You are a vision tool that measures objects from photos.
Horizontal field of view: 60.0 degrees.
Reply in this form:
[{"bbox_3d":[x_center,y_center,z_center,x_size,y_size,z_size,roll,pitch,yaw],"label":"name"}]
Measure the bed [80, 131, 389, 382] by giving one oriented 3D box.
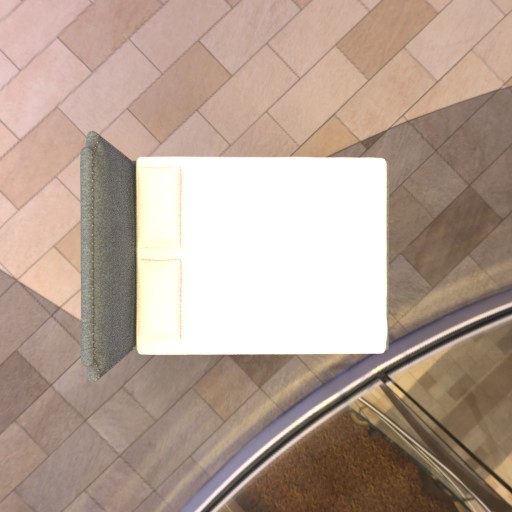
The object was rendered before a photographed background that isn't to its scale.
[{"bbox_3d":[0.000,0.000,3.625,2.372,1.443,1.712,0,91,-1],"label":"bed"}]
